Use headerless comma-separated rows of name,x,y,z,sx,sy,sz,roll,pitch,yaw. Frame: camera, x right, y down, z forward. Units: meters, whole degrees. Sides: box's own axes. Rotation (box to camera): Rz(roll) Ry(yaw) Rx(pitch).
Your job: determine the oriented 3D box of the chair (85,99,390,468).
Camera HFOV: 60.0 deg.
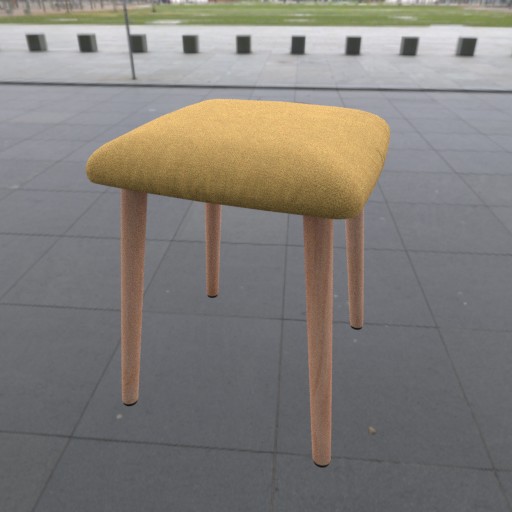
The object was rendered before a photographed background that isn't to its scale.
chair,0.000,0.000,0.705,0.350,0.440,0.350,10,32,17
